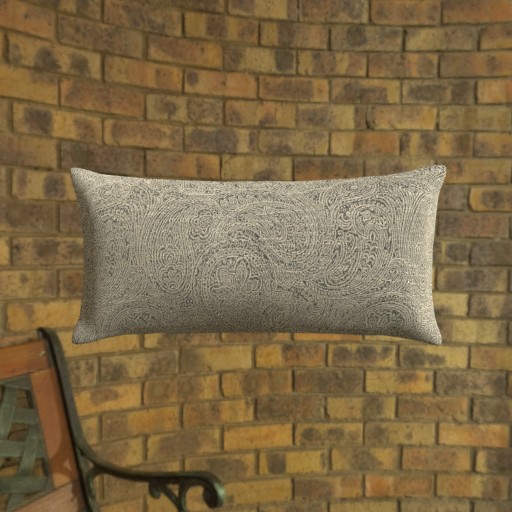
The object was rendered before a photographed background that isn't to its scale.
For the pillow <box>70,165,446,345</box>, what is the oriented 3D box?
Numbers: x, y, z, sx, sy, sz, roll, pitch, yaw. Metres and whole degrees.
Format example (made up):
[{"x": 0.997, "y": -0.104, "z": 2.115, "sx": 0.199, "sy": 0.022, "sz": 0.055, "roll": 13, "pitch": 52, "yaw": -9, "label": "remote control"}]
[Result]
[{"x": 0.000, "y": 0.000, "z": 0.728, "sx": 0.615, "sy": 0.295, "sz": 0.151, "roll": 0, "pitch": 1, "yaw": 2, "label": "pillow"}]
